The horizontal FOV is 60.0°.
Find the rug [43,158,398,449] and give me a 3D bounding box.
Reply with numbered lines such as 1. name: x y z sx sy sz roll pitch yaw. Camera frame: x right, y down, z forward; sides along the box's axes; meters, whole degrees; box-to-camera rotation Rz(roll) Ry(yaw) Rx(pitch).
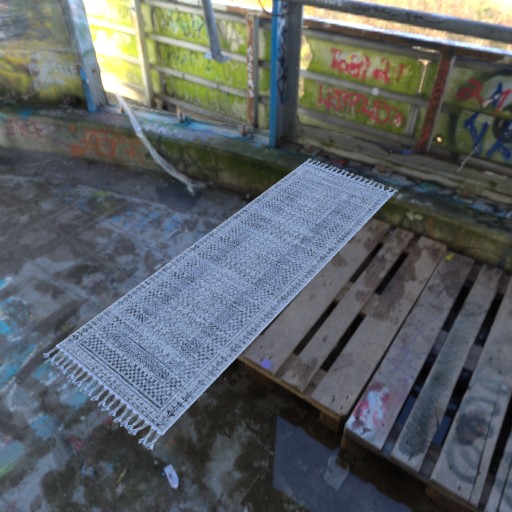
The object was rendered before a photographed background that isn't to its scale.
1. rug: 0.000 0.000 2.735 0.786 0.013 2.480 27 48 27
